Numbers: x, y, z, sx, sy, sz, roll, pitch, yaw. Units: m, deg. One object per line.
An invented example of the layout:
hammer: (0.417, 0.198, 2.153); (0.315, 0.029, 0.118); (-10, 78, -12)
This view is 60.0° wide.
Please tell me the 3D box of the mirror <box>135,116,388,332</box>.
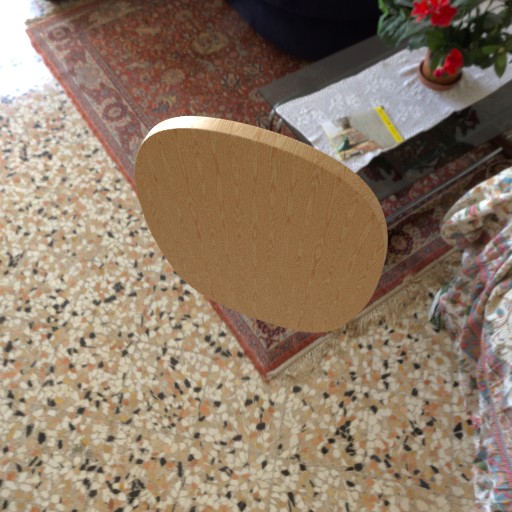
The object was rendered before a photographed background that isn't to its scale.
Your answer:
mirror: (0.000, 0.000, 1.360); (0.724, 1.075, 0.037); (18, 65, 9)
